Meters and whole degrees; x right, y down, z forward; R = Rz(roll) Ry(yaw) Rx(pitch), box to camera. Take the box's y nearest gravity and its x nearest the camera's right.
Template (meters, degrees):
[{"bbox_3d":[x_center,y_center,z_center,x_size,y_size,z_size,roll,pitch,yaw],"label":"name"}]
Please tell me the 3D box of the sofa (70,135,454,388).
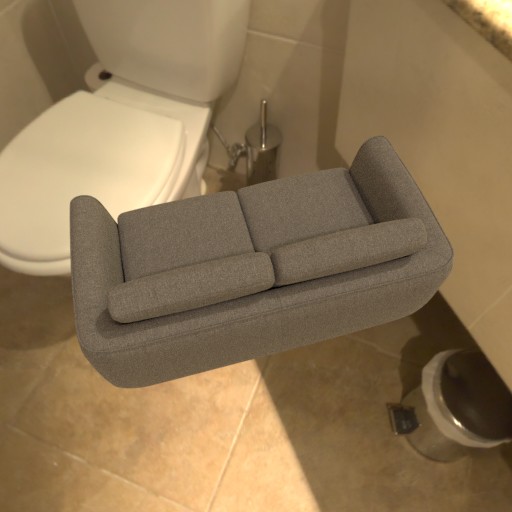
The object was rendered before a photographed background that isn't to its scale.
[{"bbox_3d":[0.000,0.000,2.232,1.700,0.870,0.920,-13,60,-8],"label":"sofa"}]
